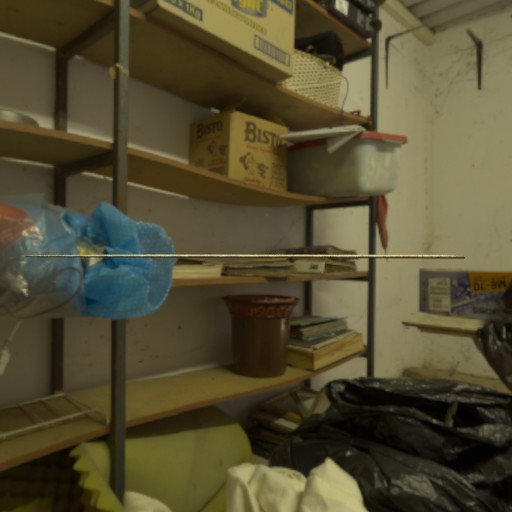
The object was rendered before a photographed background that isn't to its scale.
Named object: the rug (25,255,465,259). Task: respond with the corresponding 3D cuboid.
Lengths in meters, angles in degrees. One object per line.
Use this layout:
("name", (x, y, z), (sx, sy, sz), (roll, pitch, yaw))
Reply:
("rug", (0.000, 0.000, 2.980), (2.435, 0.011, 1.526), (0, 0, 21))
